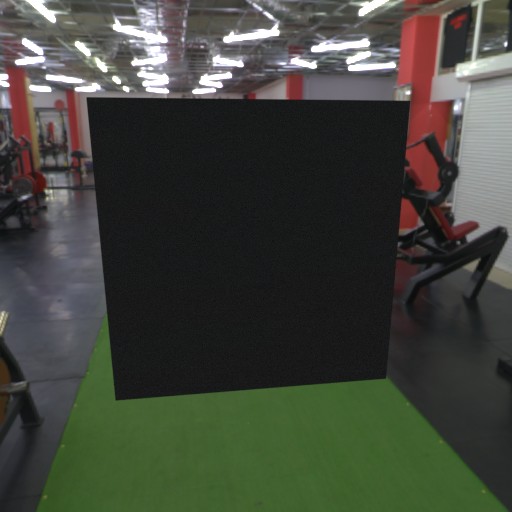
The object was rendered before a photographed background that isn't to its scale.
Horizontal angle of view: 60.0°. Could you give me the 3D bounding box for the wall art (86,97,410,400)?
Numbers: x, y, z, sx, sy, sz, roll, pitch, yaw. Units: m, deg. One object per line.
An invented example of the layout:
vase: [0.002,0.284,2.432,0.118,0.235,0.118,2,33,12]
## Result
wall art: [0.000,0.000,0.686,0.456,0.458,0.013,-2,16,-8]
